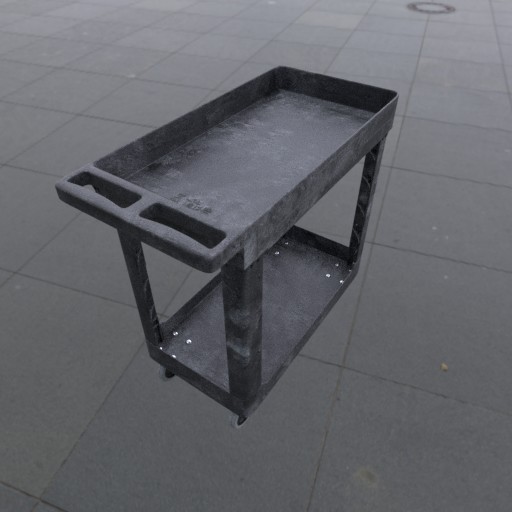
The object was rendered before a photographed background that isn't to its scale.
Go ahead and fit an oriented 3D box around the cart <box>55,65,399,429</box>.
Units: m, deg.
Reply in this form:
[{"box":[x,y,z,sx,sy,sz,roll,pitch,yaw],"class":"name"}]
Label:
[{"box":[0.000,0.000,1.359,0.420,0.824,0.877,25,47,25],"class":"cart"}]
